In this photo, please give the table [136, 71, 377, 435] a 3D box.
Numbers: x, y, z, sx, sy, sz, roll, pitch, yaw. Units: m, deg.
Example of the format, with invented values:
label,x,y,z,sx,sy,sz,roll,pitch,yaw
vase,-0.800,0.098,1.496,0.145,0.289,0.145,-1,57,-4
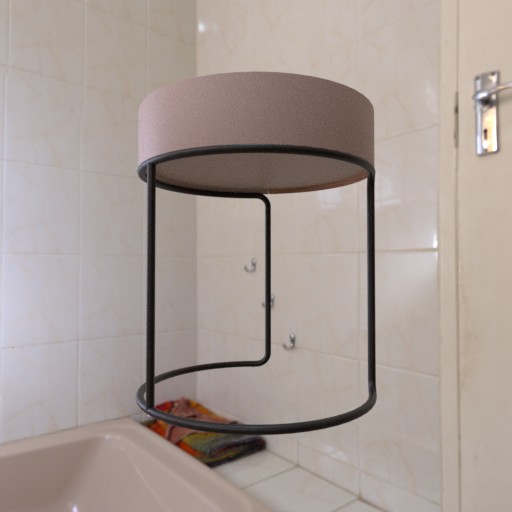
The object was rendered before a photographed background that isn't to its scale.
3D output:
label,x,y,z,sx,sy,sz,roll,pitch,yaw
table,0.000,0.000,0.864,0.450,0.530,0.450,0,-1,0
